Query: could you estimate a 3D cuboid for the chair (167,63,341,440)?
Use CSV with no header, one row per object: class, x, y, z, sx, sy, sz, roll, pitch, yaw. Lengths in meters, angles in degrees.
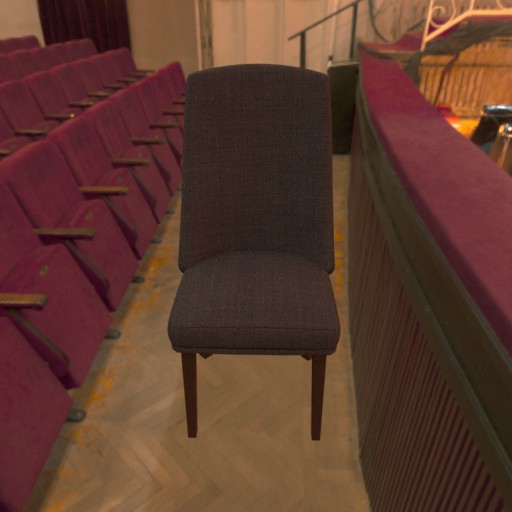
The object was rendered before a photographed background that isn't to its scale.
chair,0.000,0.000,1.384,0.510,1.050,0.577,1,29,1
